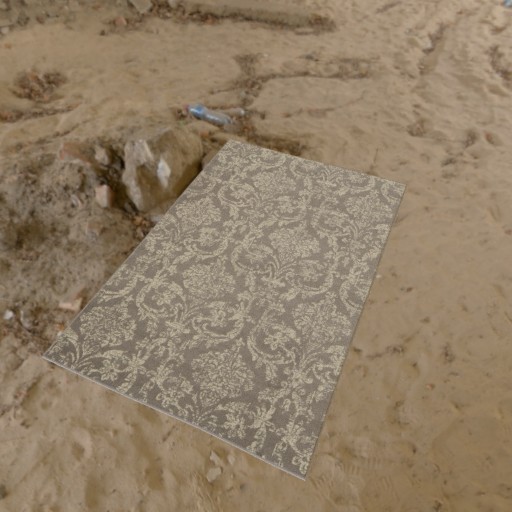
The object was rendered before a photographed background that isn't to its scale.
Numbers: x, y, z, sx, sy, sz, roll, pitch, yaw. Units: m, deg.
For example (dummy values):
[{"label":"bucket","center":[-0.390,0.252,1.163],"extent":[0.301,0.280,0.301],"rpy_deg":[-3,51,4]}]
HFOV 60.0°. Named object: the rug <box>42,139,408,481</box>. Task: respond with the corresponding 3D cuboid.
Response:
[{"label":"rug","center":[0.000,0.000,3.462],"extent":[1.819,0.018,2.746],"rpy_deg":[18,50,16]}]
